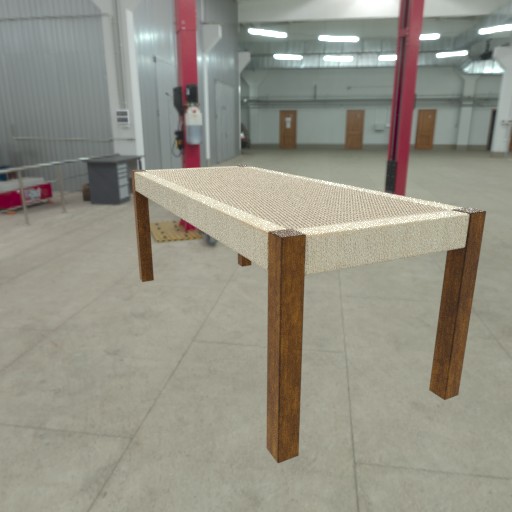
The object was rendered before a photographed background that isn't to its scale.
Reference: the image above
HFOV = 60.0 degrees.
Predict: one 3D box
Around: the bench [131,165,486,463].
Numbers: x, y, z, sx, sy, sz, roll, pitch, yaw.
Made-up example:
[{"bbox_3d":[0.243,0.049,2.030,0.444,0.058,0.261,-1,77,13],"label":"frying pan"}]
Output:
[{"bbox_3d":[0.000,0.000,1.421,0.507,0.457,1.198,-8,19,-25],"label":"bench"}]
